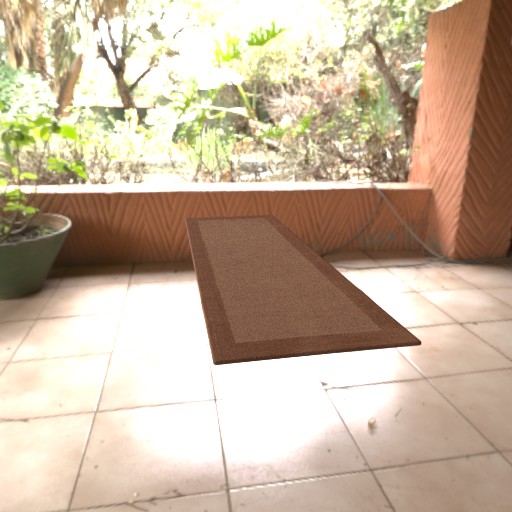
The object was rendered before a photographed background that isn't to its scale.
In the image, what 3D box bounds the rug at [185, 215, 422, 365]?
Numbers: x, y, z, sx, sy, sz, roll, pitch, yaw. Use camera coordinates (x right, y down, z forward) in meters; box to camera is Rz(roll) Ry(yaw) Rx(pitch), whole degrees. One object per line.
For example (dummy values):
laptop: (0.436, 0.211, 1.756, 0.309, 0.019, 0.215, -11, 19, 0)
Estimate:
rug: (0.000, 0.000, 2.691, 0.764, 0.017, 2.439, -3, 17, -10)
